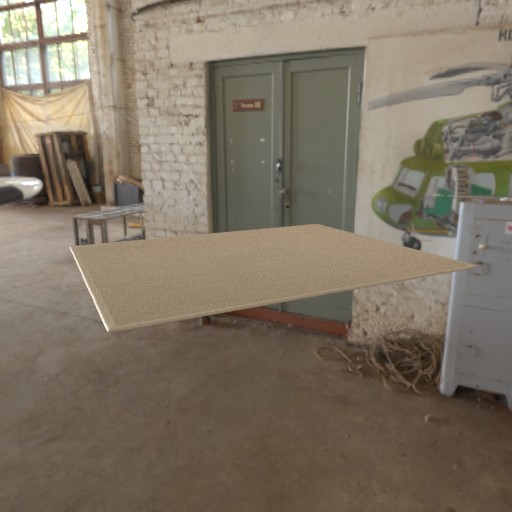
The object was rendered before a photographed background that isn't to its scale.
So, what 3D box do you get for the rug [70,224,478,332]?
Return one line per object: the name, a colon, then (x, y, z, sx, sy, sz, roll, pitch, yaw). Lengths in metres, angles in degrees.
rug: (0.000, 0.000, 4.151, 3.051, 0.020, 2.407, -7, 15, -26)
